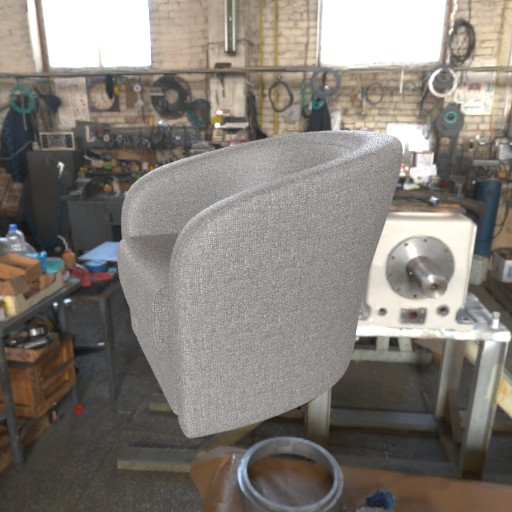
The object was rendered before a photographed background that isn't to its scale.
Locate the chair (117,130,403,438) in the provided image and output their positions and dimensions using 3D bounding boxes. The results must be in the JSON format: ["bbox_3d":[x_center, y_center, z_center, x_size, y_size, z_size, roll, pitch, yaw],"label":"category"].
[{"bbox_3d":[0.000,0.000,1.424,0.815,0.771,0.791,-8,18,-25],"label":"chair"}]
